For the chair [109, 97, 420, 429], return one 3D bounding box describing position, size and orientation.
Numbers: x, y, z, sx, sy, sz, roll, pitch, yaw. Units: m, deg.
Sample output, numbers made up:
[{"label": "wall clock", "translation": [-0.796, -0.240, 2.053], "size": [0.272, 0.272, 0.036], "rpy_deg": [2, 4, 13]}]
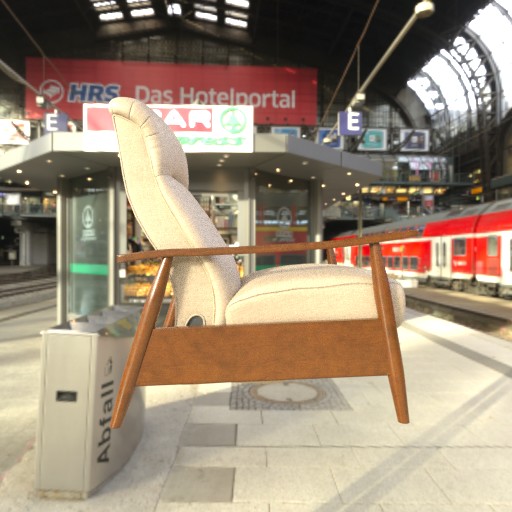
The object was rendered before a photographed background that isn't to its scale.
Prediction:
[{"label": "chair", "translation": [0.000, 0.000, 1.780], "size": [1.030, 1.082, 0.762], "rpy_deg": [0, 0, -2]}]
